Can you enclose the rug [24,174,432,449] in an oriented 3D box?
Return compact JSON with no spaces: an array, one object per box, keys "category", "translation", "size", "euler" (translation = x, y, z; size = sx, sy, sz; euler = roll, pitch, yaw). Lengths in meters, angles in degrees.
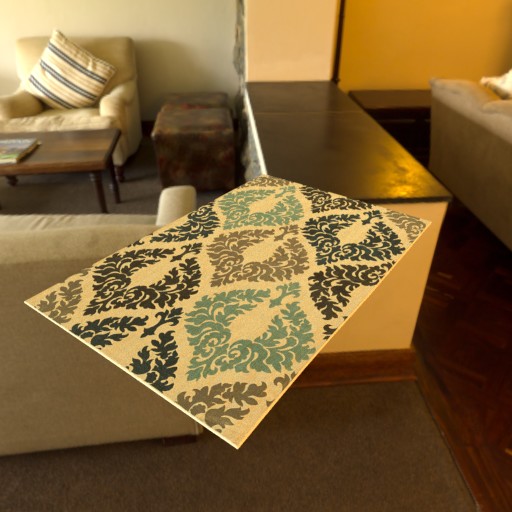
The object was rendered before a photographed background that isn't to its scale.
[{"category":"rug","translation":[0.000,0.000,2.840],"size":[1.514,0.014,2.275],"euler":[22,39,30]}]
